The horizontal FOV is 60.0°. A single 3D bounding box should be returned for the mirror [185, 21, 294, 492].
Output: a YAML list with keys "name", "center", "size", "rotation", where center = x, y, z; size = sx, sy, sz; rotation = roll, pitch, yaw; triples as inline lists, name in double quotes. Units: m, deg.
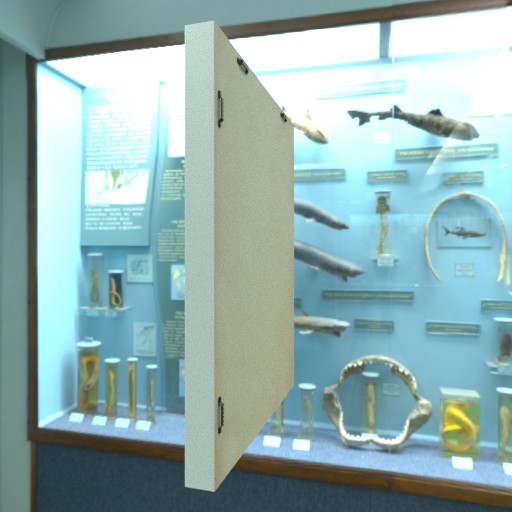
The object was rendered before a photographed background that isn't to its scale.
- name: "mirror"
  center: [0.000, 0.000, 0.676]
  size: [0.041, 0.509, 0.406]
  rotation: [0, 0, 17]
